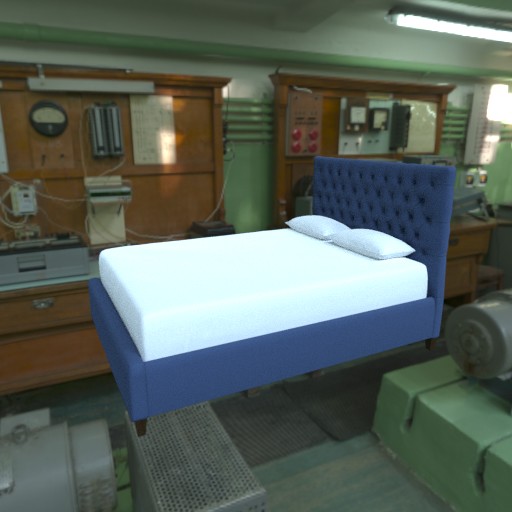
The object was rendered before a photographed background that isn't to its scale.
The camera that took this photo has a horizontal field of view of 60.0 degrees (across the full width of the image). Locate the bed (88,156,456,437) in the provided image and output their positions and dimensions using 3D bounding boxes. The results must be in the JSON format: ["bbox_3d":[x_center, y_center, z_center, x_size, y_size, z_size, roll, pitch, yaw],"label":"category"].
[{"bbox_3d":[0.000,0.000,3.516,2.387,1.427,1.706,-8,17,-26],"label":"bed"}]
